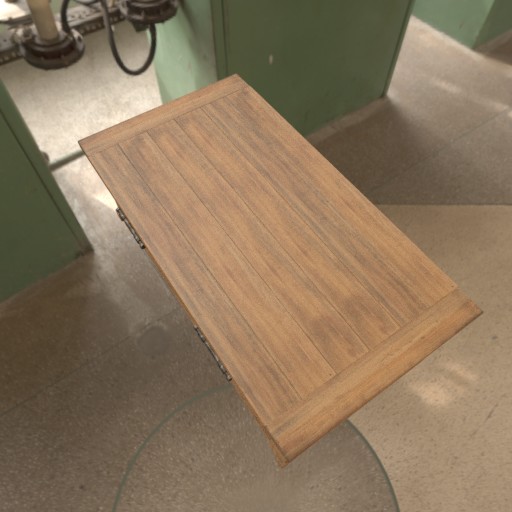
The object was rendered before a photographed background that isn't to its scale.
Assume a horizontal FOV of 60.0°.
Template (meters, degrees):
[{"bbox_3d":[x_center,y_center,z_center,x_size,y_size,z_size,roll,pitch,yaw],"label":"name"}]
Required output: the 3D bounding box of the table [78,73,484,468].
[{"bbox_3d":[0.000,0.000,1.619,0.693,0.494,1.270,-30,63,-17],"label":"table"}]
